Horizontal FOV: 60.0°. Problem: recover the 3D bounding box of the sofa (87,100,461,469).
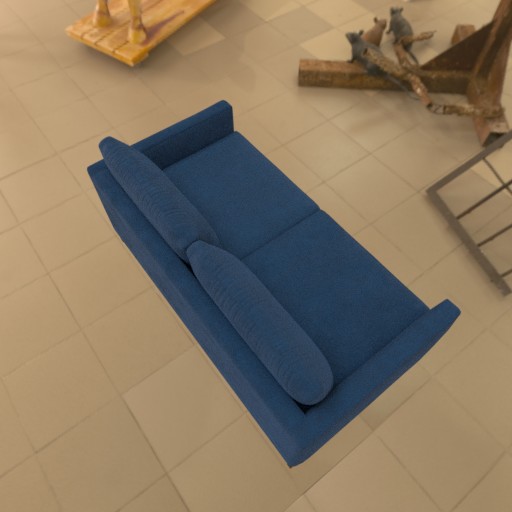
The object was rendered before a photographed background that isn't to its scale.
[{"bbox_3d":[0.000,0.000,2.163,0.875,0.817,1.676,-33,63,-19],"label":"sofa"}]
